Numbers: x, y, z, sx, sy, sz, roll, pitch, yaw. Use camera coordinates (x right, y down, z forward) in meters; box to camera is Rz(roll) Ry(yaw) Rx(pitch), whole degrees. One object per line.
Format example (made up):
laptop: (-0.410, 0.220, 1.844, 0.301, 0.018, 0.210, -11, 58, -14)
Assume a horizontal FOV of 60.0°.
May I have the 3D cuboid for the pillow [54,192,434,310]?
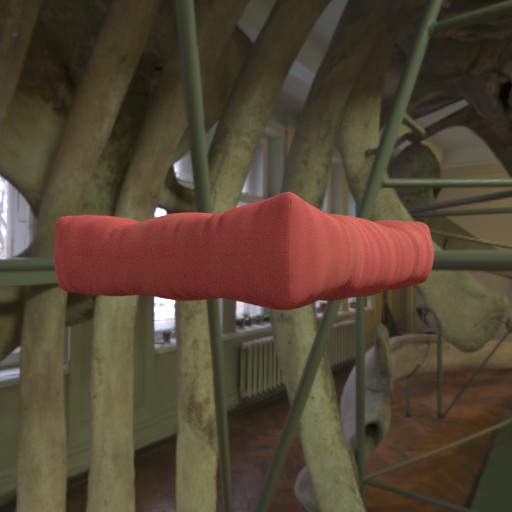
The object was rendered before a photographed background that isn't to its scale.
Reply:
pillow: (0.000, 0.000, 0.749, 0.468, 0.128, 0.490, -1, -1, 37)
